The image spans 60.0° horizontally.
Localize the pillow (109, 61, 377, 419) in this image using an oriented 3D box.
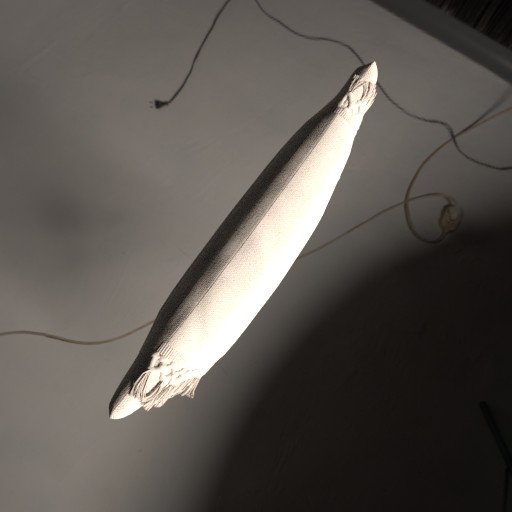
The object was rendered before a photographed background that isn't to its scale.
[{"bbox_3d":[0.000,0.000,0.595,0.084,0.305,0.466,35,79,8],"label":"pillow"}]
